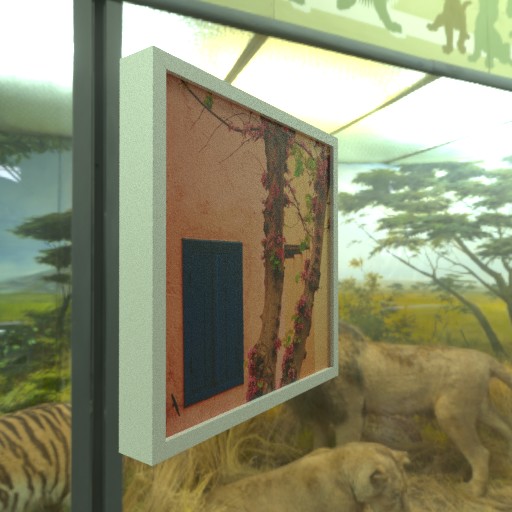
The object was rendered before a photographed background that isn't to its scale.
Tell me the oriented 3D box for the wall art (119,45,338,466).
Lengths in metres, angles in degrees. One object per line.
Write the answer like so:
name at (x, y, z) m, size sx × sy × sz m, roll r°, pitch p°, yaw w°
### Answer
wall art at (0.000, 0.000, 0.451) m, size 0.038 × 0.302 × 0.305 m, roll 0°, pitch 0°, yaw 36°
